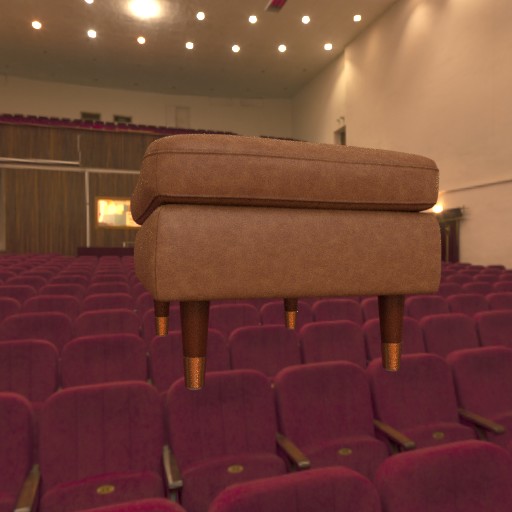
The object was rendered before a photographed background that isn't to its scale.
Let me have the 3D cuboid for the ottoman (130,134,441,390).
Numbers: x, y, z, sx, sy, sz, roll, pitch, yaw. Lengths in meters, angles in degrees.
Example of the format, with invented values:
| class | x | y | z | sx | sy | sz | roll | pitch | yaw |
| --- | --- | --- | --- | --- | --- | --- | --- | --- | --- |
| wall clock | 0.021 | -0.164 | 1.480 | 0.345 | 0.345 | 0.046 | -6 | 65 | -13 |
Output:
| class | x | y | z | sx | sy | sz | roll | pitch | yaw |
| --- | --- | --- | --- | --- | --- | --- | --- | --- | --- |
| ottoman | 0.000 | 0.000 | 1.117 | 0.593 | 0.478 | 0.747 | 0 | 0 | -18 |
